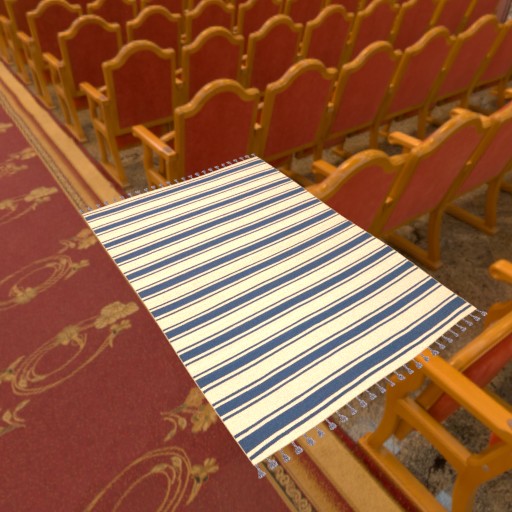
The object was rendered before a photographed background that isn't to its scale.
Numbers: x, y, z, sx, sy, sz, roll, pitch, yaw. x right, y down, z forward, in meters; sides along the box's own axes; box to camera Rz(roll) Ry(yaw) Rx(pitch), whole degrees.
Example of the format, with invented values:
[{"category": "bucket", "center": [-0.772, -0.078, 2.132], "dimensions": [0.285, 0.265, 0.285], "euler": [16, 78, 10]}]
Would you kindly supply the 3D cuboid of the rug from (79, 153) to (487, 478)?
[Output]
[{"category": "rug", "center": [0.000, 0.000, 2.822], "dimensions": [1.544, 0.010, 2.315], "euler": [-24, 46, -26]}]
